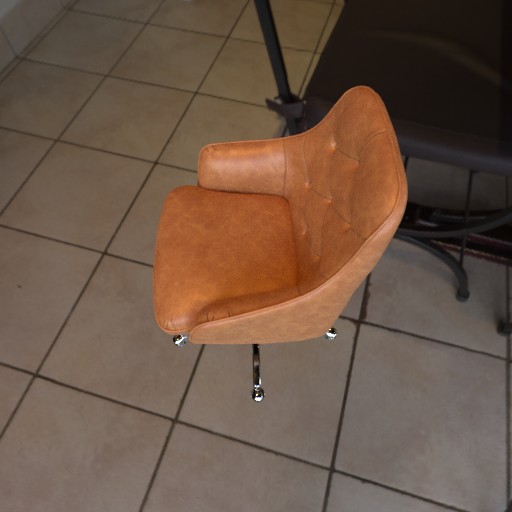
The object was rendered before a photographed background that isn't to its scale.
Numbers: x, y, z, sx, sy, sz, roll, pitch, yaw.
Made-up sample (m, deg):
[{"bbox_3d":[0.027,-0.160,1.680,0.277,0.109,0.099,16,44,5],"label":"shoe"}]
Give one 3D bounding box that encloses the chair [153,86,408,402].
[{"bbox_3d":[0.000,0.000,1.317,0.615,0.909,0.628,-2,57,-1],"label":"chair"}]
